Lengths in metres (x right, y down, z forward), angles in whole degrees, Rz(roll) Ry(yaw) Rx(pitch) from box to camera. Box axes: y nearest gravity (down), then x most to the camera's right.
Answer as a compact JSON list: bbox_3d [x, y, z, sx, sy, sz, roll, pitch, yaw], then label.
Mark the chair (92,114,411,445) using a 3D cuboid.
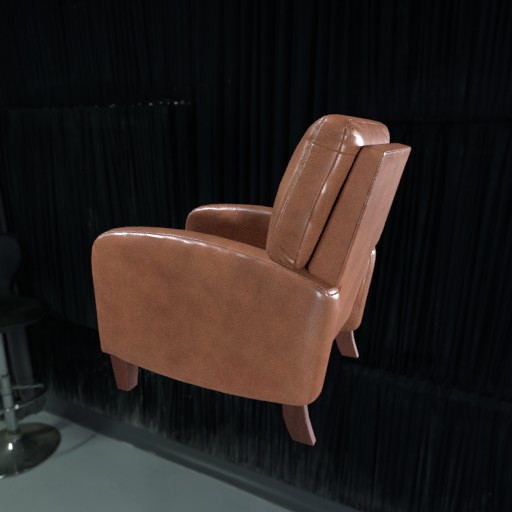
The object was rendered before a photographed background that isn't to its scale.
[{"bbox_3d":[0.000,0.000,1.681,0.990,0.990,0.762,7,16,24],"label":"chair"}]
